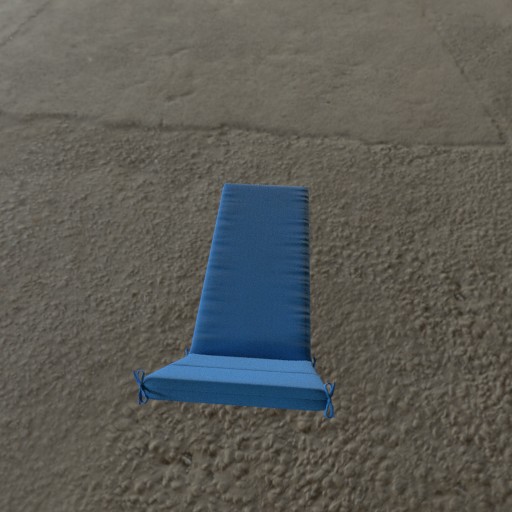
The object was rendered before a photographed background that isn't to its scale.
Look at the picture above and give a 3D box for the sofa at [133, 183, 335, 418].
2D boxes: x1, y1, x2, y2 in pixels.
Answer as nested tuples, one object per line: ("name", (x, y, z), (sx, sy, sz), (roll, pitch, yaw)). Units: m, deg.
("sofa", (0.000, 0.000, 1.954), (0.582, 0.622, 1.663), (3, 47, 3))
